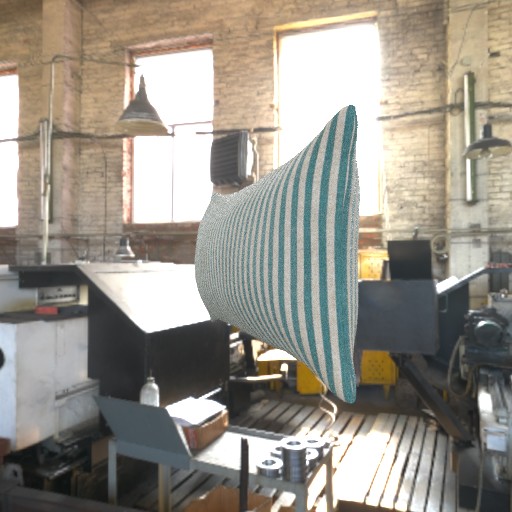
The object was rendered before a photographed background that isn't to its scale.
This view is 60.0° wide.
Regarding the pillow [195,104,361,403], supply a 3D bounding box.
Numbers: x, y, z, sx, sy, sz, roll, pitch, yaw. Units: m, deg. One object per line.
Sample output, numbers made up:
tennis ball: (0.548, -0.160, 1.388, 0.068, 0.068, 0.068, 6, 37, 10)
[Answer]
pillow: (0.000, 0.000, 0.722, 0.151, 0.295, 0.617, 0, -1, -18)
